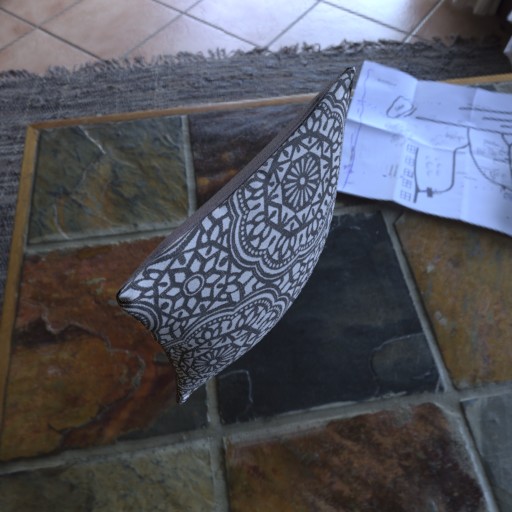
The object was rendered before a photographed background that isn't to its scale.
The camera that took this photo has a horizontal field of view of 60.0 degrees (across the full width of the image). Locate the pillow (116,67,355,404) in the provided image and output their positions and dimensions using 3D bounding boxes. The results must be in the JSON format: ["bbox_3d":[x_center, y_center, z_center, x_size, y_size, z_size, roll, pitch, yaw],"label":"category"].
[{"bbox_3d":[0.000,0.000,0.674,0.148,0.417,0.436,33,64,18],"label":"pillow"}]
